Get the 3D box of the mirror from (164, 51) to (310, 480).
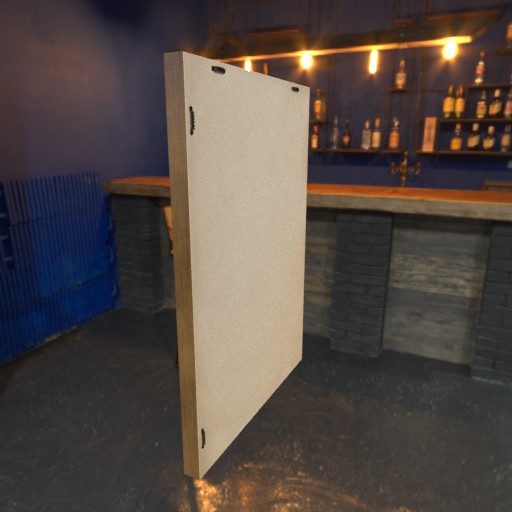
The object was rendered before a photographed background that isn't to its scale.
[{"bbox_3d":[0.000,0.000,0.930,0.039,0.711,0.508,7,17,26],"label":"mirror"}]
